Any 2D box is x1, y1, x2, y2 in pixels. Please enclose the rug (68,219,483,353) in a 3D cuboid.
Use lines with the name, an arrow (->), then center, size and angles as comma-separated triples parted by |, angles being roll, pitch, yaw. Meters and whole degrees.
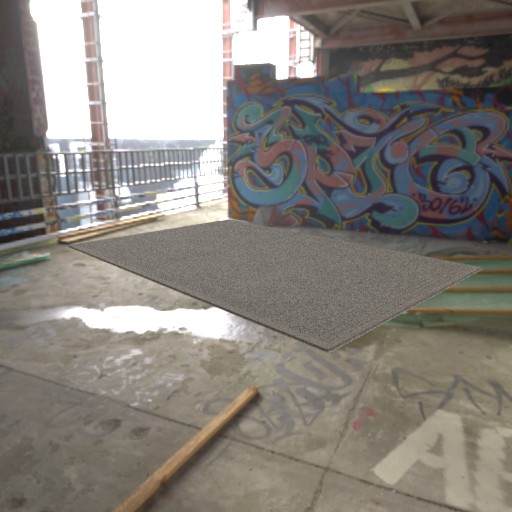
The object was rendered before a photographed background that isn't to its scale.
rug -> 0.000, 0.000, 2.307 | 1.219, 0.010, 1.829 | -14, 20, -43
